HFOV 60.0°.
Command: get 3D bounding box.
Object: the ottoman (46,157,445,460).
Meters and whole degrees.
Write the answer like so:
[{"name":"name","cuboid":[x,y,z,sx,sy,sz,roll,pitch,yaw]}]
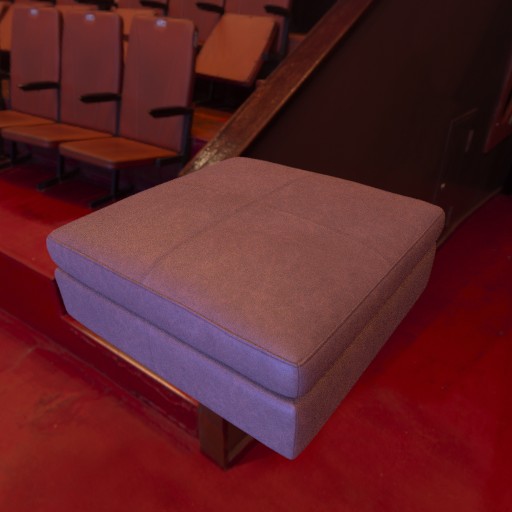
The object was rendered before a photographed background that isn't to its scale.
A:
[{"name":"ottoman","cuboid":[0.000,0.000,1.819,1.168,0.490,1.168,21,37,31]}]
